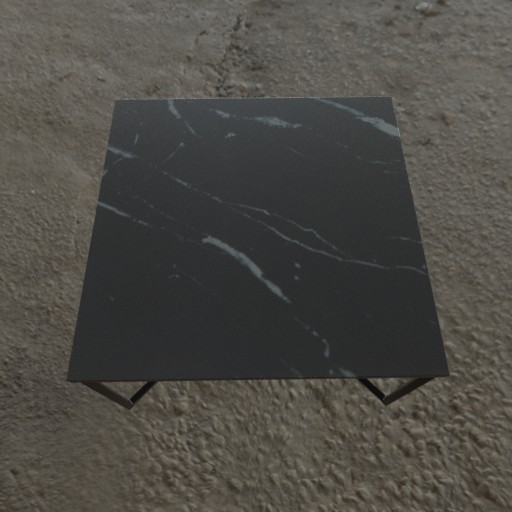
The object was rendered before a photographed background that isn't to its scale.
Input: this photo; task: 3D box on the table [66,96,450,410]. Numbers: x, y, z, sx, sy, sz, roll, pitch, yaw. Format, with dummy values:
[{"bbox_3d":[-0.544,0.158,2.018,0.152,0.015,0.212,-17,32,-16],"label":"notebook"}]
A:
[{"bbox_3d":[0.000,0.000,1.303,0.800,0.450,0.800,-1,63,0],"label":"table"}]
